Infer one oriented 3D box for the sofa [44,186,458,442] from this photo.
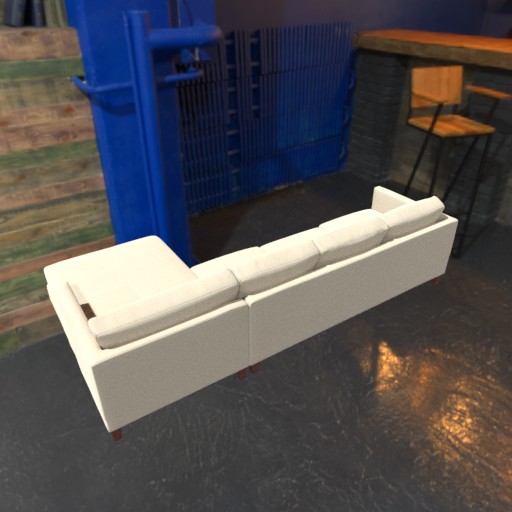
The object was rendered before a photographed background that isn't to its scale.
[{"bbox_3d":[0.000,0.000,3.820,3.186,0.861,1.625,-19,37,-28],"label":"sofa"}]
